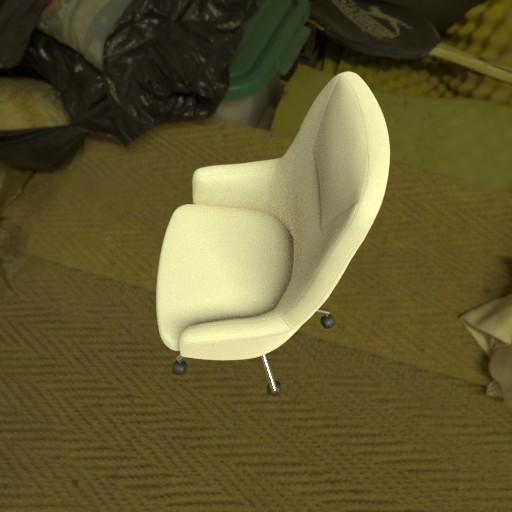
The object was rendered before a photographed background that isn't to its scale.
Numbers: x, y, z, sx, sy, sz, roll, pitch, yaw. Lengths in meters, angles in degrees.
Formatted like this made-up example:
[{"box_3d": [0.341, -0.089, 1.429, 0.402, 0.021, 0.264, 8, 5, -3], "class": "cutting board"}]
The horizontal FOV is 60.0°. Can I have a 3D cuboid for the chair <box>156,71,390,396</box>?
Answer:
[{"box_3d": [0.000, 0.000, 1.368, 0.640, 1.049, 0.620, 0, 60, 0], "class": "chair"}]
